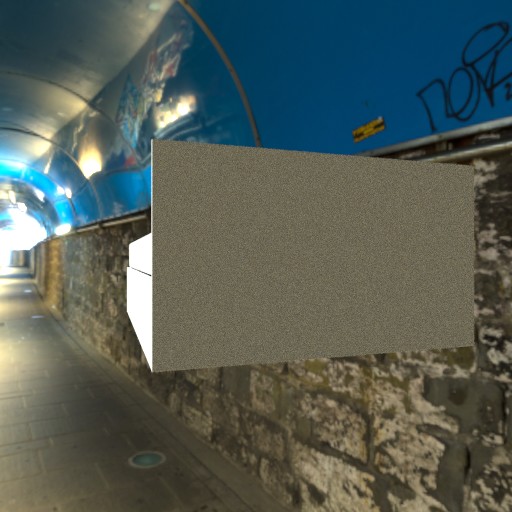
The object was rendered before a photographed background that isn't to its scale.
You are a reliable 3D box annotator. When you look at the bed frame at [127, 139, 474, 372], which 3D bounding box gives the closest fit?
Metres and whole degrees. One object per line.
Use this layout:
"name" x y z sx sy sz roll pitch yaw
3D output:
"bed frame" 0.000 0.000 2.642 1.400 0.800 1.900 0 0 -19
